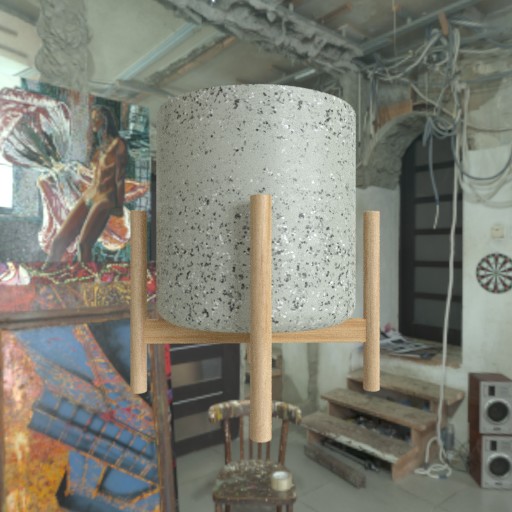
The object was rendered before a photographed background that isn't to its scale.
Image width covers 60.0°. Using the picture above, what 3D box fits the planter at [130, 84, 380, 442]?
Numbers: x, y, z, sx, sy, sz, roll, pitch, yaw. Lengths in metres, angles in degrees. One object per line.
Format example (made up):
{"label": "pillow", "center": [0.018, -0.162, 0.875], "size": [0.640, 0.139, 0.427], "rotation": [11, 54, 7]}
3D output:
{"label": "planter", "center": [0.000, 0.000, 0.691], "size": [0.360, 0.419, 0.360], "rotation": [0, 0, 21]}
